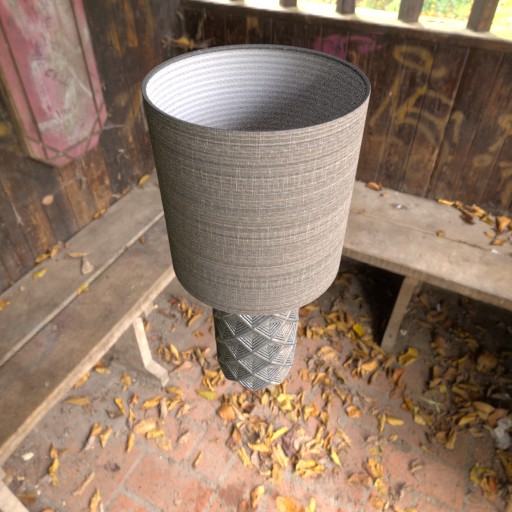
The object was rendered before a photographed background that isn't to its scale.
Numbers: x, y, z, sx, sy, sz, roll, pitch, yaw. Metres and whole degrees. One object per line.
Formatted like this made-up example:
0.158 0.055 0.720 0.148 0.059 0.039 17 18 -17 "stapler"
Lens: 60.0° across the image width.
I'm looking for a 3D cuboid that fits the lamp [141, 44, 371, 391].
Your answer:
0.000 0.000 0.718 0.269 0.566 0.268 -1 42 -1 "lamp"
